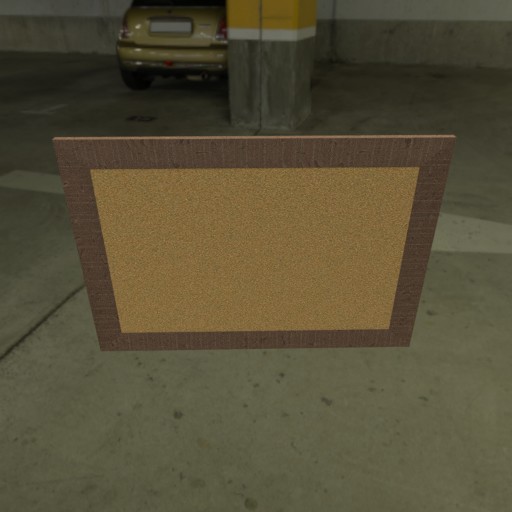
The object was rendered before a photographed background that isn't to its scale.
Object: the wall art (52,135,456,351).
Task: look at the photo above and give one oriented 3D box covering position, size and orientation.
[{"bbox_3d":[0.000,0.000,1.169,0.917,0.626,0.019,-1,30,-1],"label":"wall art"}]
